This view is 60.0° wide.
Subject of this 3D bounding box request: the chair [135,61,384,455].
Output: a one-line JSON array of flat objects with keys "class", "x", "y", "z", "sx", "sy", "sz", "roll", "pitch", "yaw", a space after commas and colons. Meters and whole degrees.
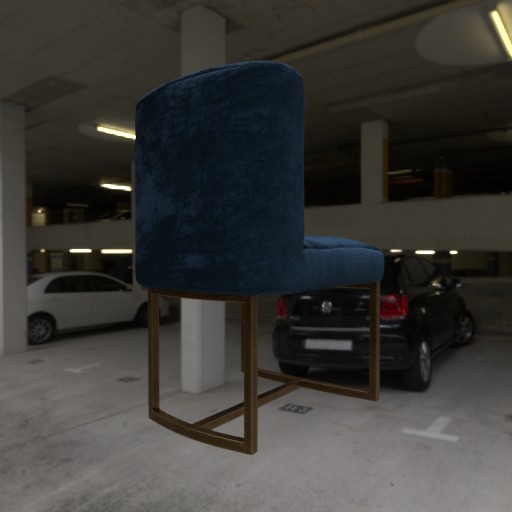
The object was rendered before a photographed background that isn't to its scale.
[{"class": "chair", "x": 0.000, "y": 0.000, "z": 1.208, "sx": 0.530, "sy": 0.824, "sz": 0.560, "roll": 1, "pitch": 1, "yaw": 38}]
